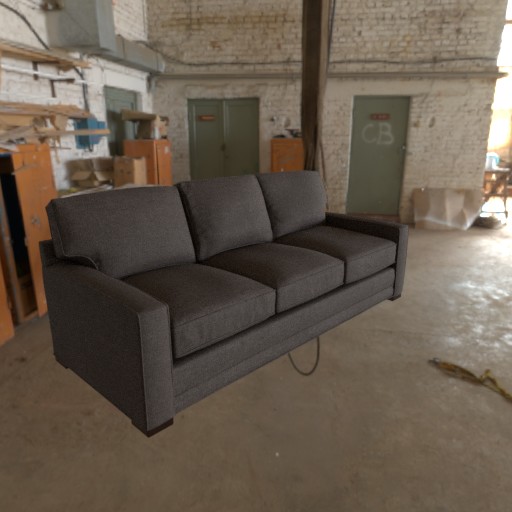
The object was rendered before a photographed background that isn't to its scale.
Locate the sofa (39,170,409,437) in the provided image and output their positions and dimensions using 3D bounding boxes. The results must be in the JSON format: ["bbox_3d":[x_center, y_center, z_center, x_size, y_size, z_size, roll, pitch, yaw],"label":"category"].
[{"bbox_3d":[0.000,0.000,2.920,1.004,0.978,2.369,15,22,42],"label":"sofa"}]
